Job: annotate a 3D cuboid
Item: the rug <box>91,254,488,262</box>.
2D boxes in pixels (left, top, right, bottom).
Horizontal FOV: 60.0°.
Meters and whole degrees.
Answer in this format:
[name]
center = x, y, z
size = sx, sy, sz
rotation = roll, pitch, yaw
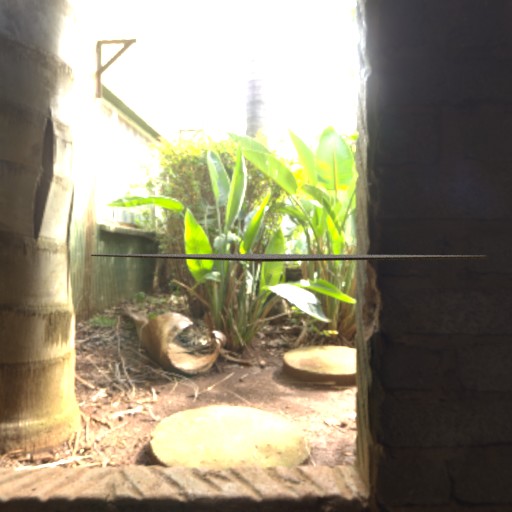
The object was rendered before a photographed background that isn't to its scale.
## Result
[rug]
center = 0.000, 0.000, 2.343
size = 1.219, 0.010, 1.829
rotation = 0, 1, -35
